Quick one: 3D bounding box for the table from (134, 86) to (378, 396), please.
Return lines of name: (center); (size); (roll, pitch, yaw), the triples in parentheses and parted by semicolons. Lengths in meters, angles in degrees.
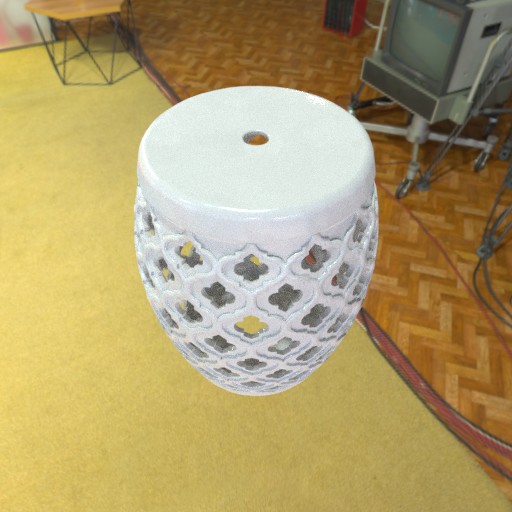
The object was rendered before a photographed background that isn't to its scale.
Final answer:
table: (0.000, 0.000, 0.636); (0.325, 0.388, 0.325); (0, 47, 0)
